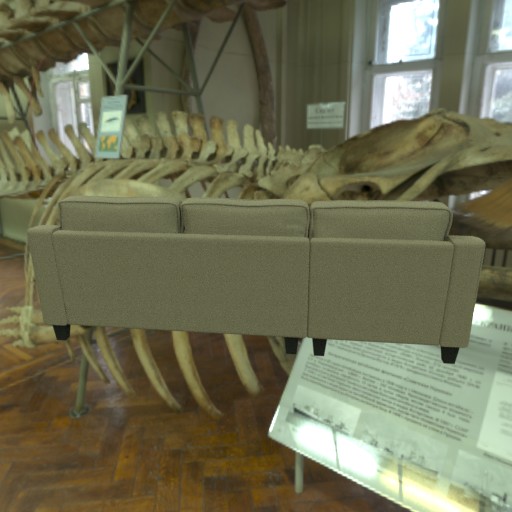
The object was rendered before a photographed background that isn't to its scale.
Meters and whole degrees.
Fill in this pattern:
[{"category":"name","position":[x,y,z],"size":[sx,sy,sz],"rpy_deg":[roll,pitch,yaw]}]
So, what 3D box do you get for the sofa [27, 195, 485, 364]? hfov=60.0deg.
[{"category":"sofa","position":[0.000,0.000,3.123],"size":[2.561,0.928,1.294],"rpy_deg":[2,15,7]}]
